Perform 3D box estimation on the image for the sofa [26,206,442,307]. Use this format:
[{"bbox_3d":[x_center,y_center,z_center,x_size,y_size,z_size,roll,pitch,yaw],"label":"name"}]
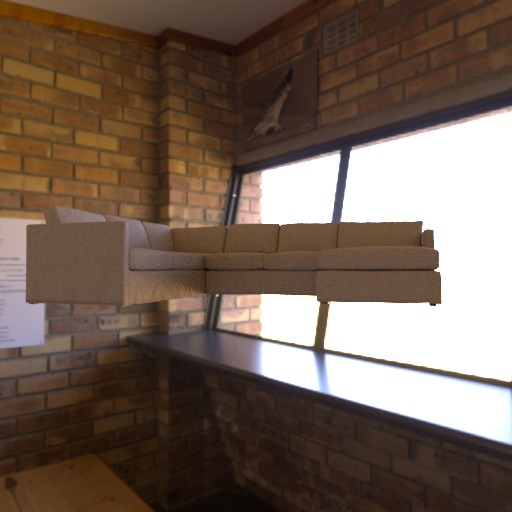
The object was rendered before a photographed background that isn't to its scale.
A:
[{"bbox_3d":[0.000,0.000,4.474,3.460,0.882,2.427,-1,-2,18],"label":"sofa"}]
